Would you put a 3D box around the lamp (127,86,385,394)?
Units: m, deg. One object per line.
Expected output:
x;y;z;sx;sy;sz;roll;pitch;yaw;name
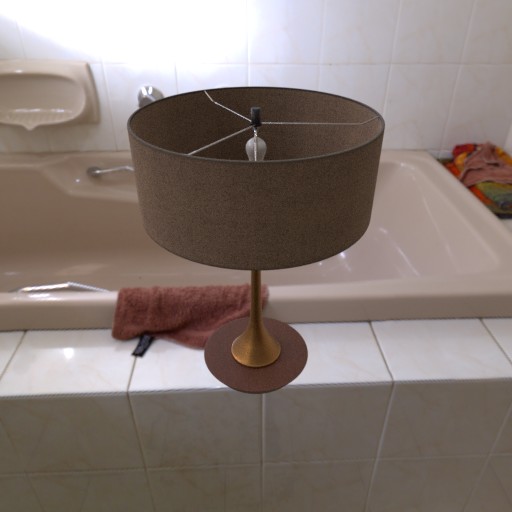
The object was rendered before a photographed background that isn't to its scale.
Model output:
0.000;0.000;0.844;0.396;0.551;0.417;0;33;0;lamp
